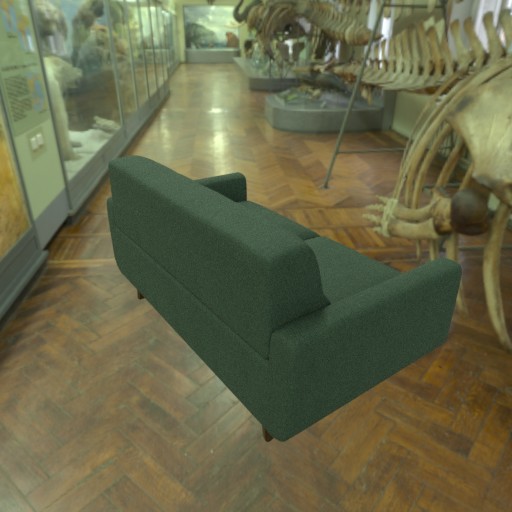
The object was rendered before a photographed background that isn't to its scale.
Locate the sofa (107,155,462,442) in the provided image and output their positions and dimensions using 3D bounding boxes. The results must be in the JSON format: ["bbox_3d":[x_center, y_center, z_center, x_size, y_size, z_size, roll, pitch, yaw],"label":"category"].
[{"bbox_3d":[0.000,0.000,2.180,0.909,0.841,1.631,-18,32,-31],"label":"sofa"}]
